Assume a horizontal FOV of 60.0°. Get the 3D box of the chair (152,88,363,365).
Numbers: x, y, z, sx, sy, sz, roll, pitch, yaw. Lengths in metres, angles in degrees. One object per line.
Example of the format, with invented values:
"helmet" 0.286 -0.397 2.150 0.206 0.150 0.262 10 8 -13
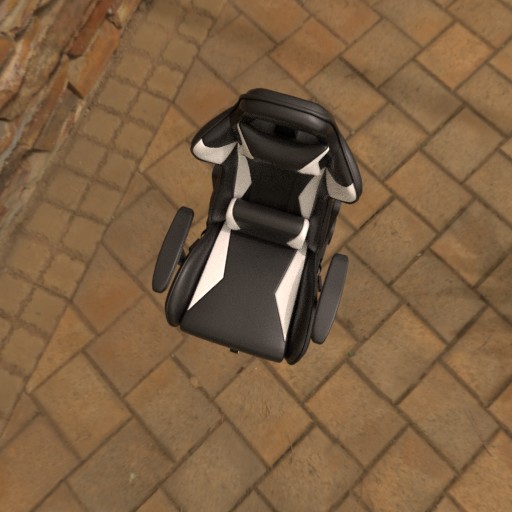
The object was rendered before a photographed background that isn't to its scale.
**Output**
"chair" 0.000 0.000 1.717 0.730 1.285 0.695 17 76 4
